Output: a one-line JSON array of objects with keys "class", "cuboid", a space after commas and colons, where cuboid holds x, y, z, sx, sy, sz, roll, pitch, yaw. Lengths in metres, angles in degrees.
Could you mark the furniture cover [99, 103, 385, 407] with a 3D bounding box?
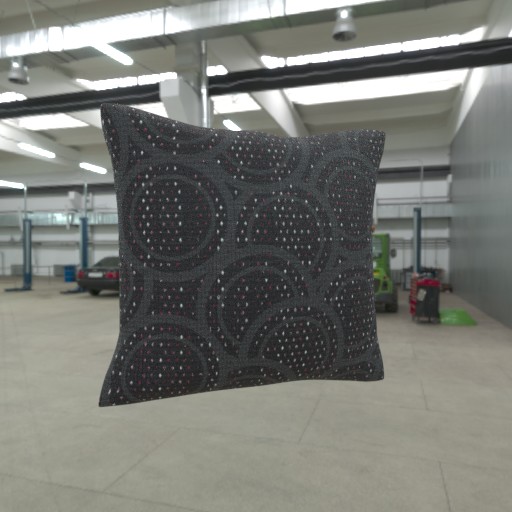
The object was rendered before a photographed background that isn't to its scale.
[{"class": "furniture cover", "cuboid": [0.000, 0.000, 0.822, 0.552, 0.509, 0.193, 0, 0, -18]}]
